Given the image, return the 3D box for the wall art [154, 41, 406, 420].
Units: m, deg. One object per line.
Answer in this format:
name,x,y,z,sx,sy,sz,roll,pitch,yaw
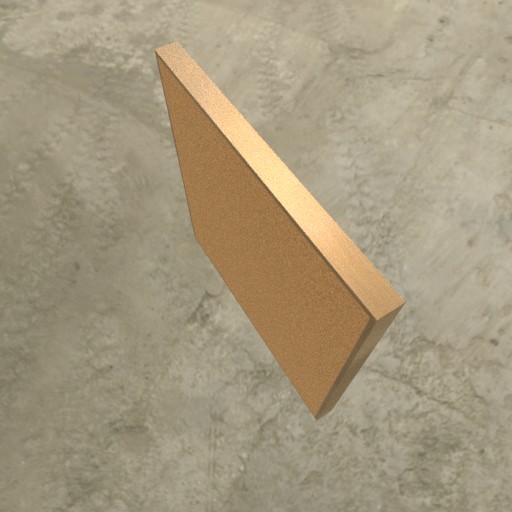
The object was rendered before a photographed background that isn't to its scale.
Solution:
wall art,0.000,0.000,0.775,0.038,0.511,0.513,-28,63,-16
